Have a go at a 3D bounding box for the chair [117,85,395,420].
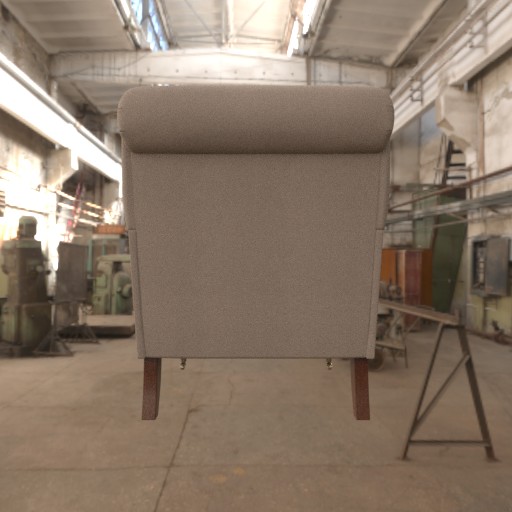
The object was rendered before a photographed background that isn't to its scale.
[{"bbox_3d":[0.000,0.000,1.561,0.766,0.942,0.842,0,-1,0],"label":"chair"}]
